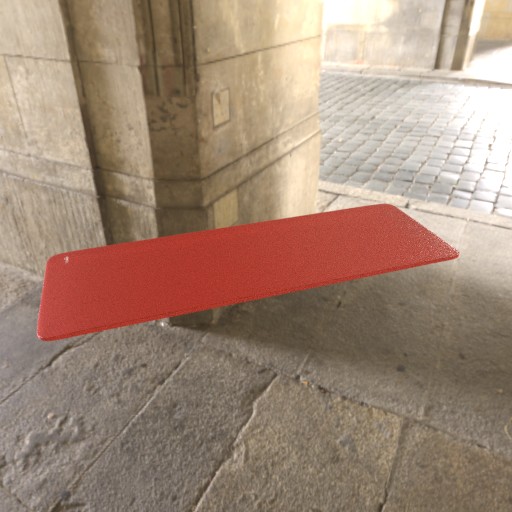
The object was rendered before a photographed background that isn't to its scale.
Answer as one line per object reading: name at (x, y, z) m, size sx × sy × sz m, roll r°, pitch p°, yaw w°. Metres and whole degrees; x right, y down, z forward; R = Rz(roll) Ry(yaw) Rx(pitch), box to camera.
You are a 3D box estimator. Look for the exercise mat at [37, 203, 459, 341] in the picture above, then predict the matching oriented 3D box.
exercise mat at (0.000, 0.000, 2.085) m, size 1.869 × 0.021 × 0.616 m, roll -10°, pitch 33°, yaw -16°
